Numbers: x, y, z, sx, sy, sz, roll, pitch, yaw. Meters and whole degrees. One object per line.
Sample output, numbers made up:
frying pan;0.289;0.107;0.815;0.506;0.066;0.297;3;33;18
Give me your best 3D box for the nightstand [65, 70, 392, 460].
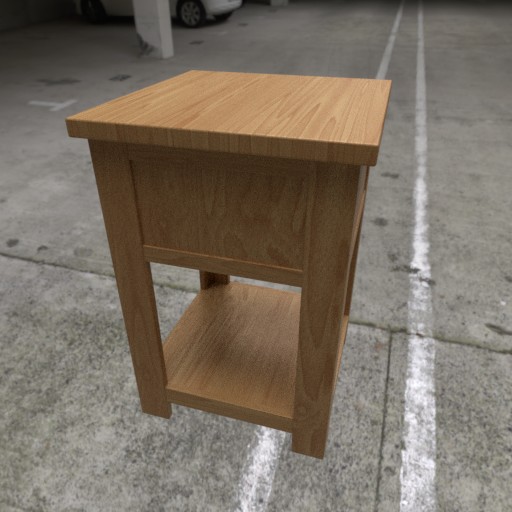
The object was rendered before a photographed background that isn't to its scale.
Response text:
nightstand;0.000;0.000;0.885;0.418;0.614;0.428;9;32;14
